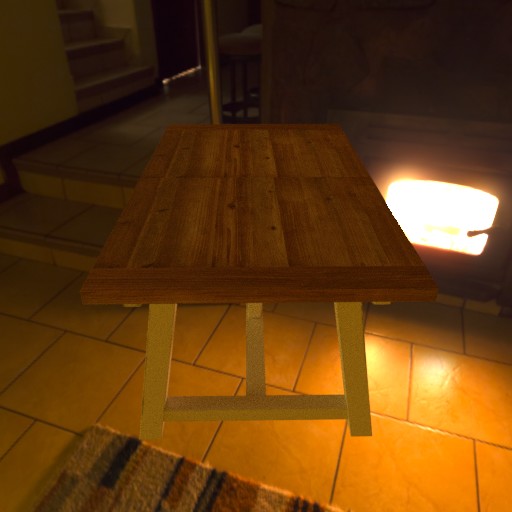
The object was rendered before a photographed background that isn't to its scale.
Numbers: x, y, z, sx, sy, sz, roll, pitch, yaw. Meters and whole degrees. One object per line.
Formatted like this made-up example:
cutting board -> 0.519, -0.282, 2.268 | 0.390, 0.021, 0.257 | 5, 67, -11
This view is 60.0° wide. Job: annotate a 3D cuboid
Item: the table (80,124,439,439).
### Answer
table -> 0.000, 0.000, 1.969 | 0.922, 0.743, 1.503 | 0, 32, -1
